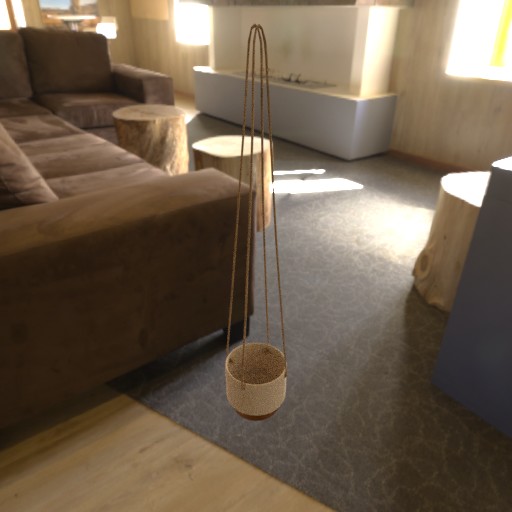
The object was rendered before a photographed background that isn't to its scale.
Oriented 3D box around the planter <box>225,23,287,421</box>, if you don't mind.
[{"bbox_3d":[0.000,0.000,0.905,0.146,0.841,0.146,-11,31,-18],"label":"planter"}]
